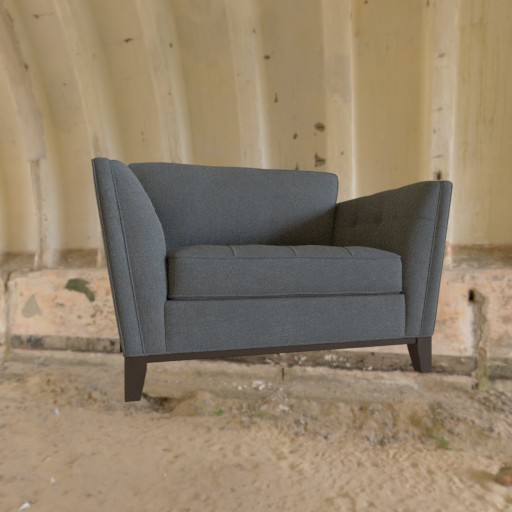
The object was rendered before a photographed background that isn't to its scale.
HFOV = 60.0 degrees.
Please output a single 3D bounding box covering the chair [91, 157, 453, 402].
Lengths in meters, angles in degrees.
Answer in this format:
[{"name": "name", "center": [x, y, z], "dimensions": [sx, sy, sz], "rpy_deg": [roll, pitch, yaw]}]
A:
[{"name": "chair", "center": [0.000, 0.000, 2.050], "dimensions": [1.396, 0.942, 0.965], "rpy_deg": [0, 0, -18]}]
